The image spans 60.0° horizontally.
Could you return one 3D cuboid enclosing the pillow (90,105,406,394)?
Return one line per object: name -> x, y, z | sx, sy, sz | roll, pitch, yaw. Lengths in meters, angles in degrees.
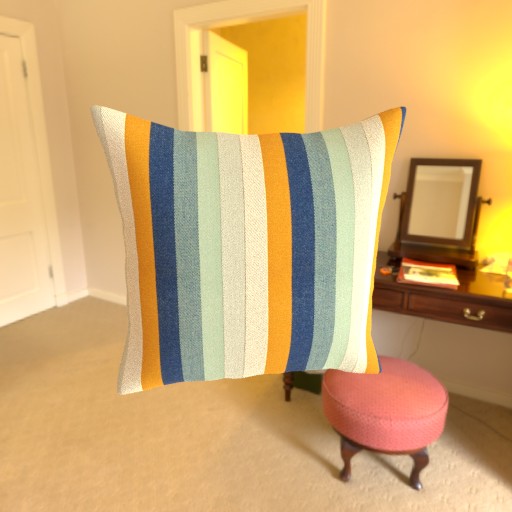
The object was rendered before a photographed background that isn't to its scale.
pillow -> 0.000, 0.000, 0.705 | 0.463, 0.454, 0.173 | -2, 16, -8
